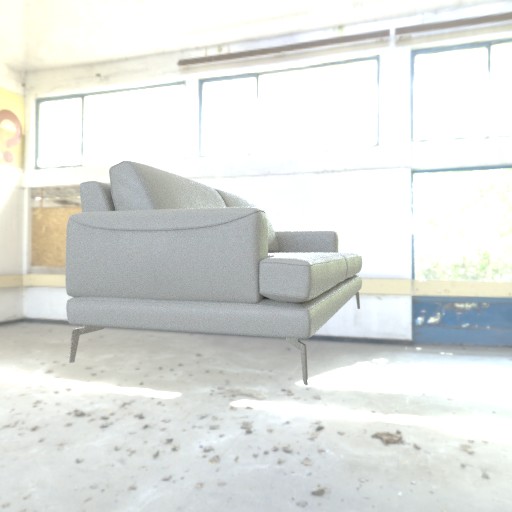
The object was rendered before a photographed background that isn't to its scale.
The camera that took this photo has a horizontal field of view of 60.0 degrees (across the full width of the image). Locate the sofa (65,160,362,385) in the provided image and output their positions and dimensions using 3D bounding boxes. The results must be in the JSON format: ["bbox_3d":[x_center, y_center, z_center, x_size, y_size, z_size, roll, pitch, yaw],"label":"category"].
[{"bbox_3d":[0.000,0.000,2.385,0.974,0.765,1.940,0,1,18],"label":"sofa"}]
